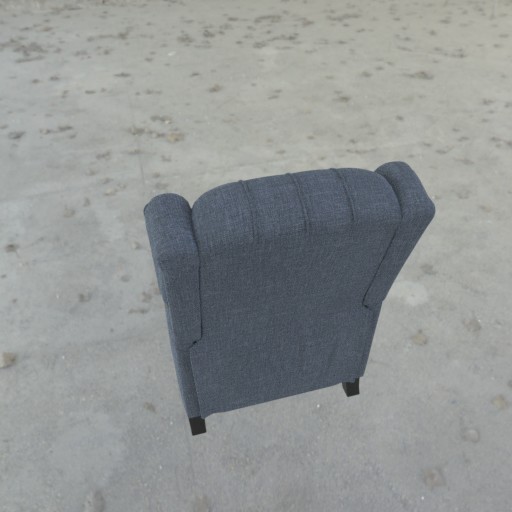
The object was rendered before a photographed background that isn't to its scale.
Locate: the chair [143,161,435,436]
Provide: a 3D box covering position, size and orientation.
[{"bbox_3d":[0.000,0.000,1.604,0.742,1.035,0.898,-10,41,-11],"label":"chair"}]
